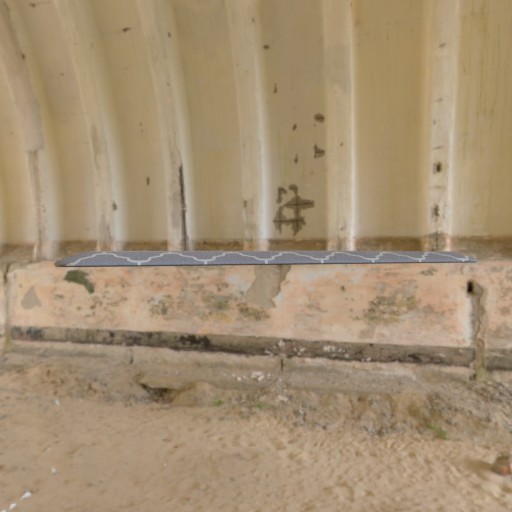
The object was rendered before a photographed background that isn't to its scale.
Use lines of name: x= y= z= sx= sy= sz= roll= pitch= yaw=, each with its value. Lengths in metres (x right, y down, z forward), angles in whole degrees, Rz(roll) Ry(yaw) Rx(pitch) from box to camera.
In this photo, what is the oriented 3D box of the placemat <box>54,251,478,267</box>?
placemat: x=0.000 y=0.000 z=0.968 sx=0.762 sy=0.021 sz=0.508 roll=0 pitch=1 yaw=-18
